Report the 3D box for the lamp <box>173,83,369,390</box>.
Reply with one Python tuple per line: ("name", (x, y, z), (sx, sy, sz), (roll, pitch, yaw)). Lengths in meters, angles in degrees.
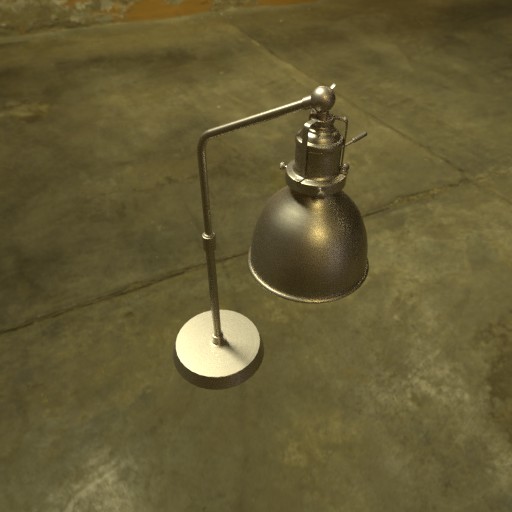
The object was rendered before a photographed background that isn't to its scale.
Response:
("lamp", (0.000, 0.000, 0.579), (0.286, 0.456, 0.153), (13, 43, 15))
